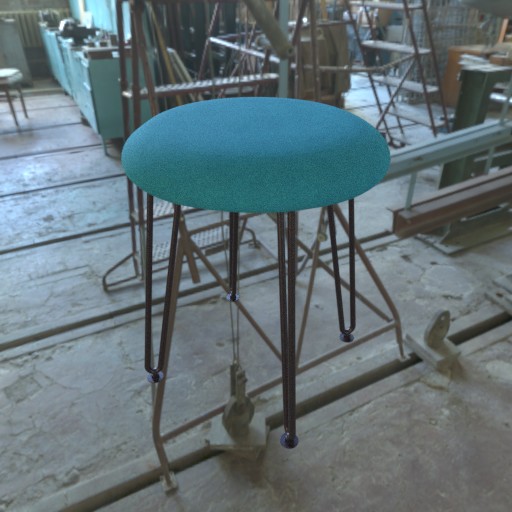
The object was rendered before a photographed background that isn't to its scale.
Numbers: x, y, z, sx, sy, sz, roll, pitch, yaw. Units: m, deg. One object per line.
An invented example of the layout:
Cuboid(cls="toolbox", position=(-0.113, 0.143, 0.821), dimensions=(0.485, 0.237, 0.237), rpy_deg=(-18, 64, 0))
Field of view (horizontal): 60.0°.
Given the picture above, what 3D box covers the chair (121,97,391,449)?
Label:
Cuboid(cls="chair", position=(0.000, 0.000, 0.687), dimensions=(0.350, 0.430, 0.350), rpy_deg=(9, 33, 15))
